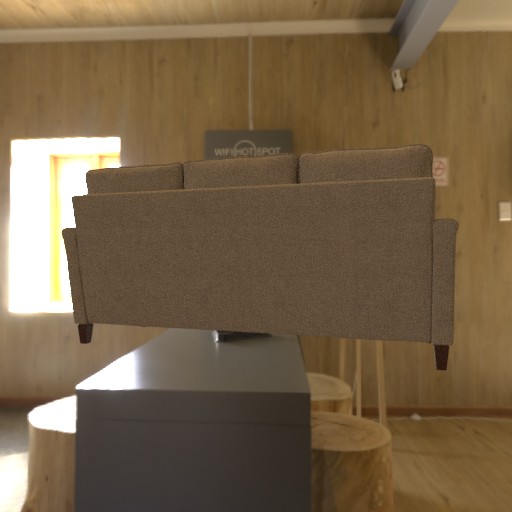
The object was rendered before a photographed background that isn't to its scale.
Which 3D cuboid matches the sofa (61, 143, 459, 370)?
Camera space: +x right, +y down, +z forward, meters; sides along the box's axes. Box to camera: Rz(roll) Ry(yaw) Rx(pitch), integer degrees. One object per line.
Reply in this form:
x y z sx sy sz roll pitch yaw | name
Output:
0.000 0.000 2.395 1.925 0.959 0.828 0 0 18 | sofa
